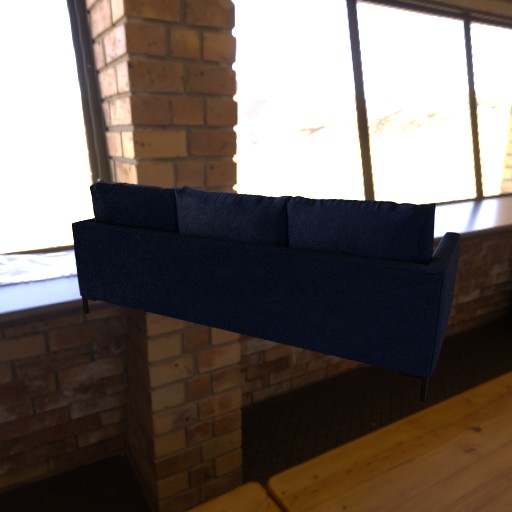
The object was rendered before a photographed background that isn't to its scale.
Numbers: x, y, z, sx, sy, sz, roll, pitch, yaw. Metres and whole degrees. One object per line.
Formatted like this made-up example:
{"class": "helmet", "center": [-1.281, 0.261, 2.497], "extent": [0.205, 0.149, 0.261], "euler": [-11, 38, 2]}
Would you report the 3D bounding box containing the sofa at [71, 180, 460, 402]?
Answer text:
{"class": "sofa", "center": [0.000, 0.000, 2.738], "extent": [2.252, 0.879, 0.875], "euler": [8, 18, 27]}
